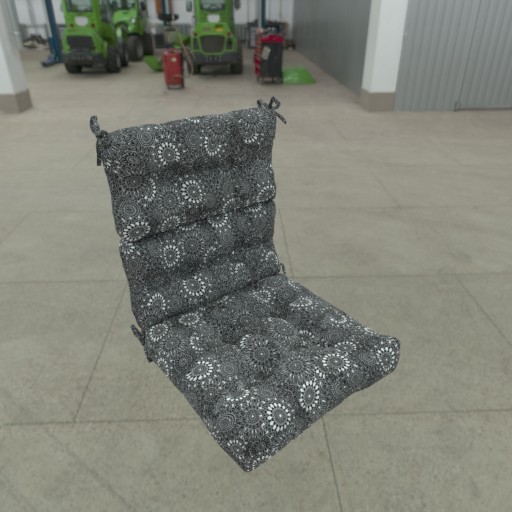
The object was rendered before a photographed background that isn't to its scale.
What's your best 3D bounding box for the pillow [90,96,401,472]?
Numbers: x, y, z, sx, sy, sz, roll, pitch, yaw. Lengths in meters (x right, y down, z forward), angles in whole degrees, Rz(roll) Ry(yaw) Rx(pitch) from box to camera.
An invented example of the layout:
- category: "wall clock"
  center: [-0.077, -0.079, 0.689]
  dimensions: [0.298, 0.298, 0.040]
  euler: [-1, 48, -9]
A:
- category: "pillow"
  center: [0.000, 0.000, 1.022]
  dimensions: [0.519, 0.605, 0.571]
  euler: [-21, 36, -32]
